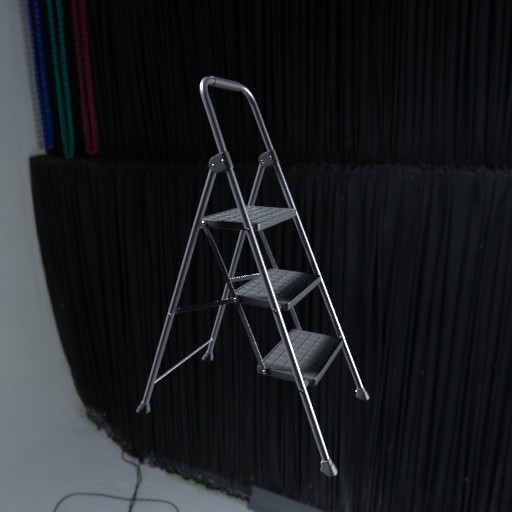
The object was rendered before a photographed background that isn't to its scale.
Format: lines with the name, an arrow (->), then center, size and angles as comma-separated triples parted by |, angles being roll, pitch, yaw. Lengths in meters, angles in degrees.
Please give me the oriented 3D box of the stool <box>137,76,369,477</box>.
stool -> 0.000, 0.000, 1.488 | 0.733, 1.121, 0.473 | 7, 16, 25
